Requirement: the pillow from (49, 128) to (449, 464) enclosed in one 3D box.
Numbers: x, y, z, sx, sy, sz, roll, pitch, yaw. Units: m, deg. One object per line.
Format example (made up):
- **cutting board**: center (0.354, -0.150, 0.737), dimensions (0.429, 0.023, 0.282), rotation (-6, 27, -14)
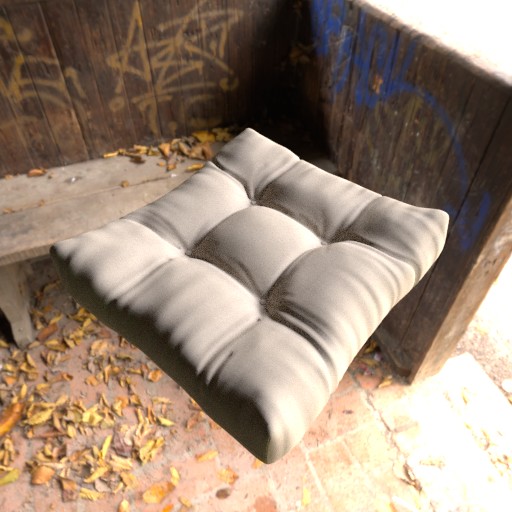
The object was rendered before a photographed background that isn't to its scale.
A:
- **pillow**: center (0.000, 0.000, 0.739), dimensions (0.468, 0.128, 0.490), rotation (31, 54, 26)
